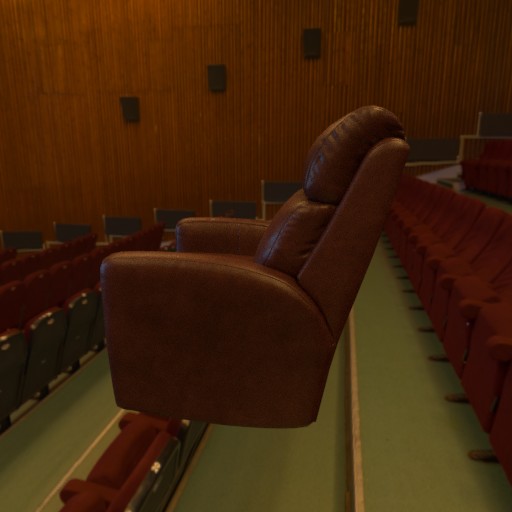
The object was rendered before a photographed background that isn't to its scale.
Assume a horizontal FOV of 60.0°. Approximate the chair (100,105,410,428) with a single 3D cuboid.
[{"bbox_3d":[0.000,0.000,1.652,0.939,1.016,0.787,2,14,10],"label":"chair"}]
